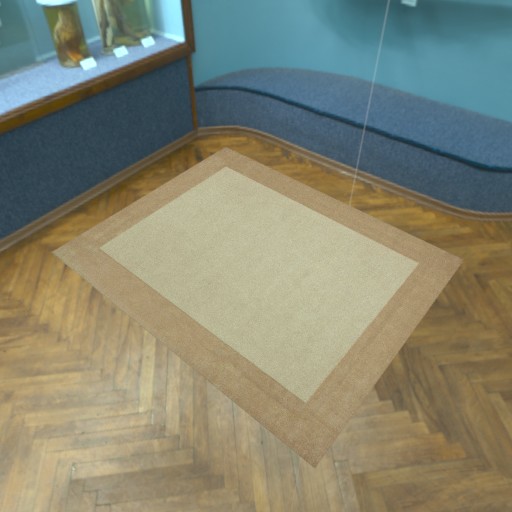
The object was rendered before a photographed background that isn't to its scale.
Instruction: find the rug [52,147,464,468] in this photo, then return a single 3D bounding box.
[{"bbox_3d":[0.000,0.000,4.193,3.048,0.014,2.438,31,53,27],"label":"rug"}]
